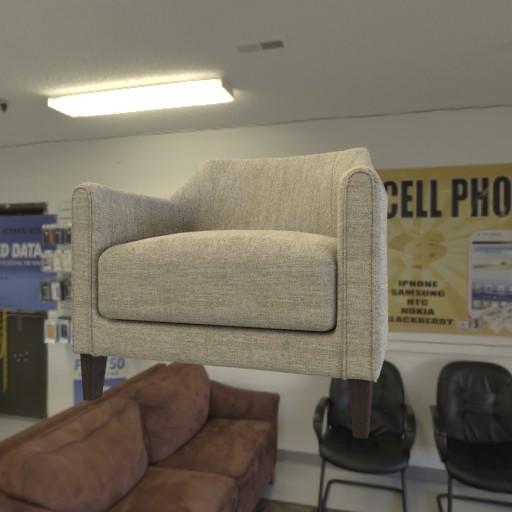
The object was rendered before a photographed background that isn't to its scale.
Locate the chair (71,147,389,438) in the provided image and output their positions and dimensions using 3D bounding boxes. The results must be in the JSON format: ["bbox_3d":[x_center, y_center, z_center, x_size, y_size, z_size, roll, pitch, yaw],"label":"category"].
[{"bbox_3d":[0.000,0.000,1.378,0.796,0.761,0.758,0,1,19],"label":"chair"}]
